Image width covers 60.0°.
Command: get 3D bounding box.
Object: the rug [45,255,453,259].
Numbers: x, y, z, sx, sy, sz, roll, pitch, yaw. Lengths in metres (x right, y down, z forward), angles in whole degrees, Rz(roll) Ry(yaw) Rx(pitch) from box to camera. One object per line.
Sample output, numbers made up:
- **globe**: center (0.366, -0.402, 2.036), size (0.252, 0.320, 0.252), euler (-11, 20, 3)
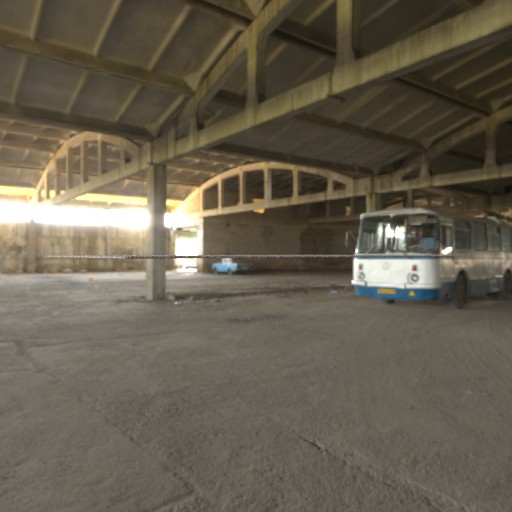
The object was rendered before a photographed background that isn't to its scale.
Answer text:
- **rug**: center (0.000, 0.000, 3.136), size (2.464, 0.010, 1.549), euler (0, 0, -37)
